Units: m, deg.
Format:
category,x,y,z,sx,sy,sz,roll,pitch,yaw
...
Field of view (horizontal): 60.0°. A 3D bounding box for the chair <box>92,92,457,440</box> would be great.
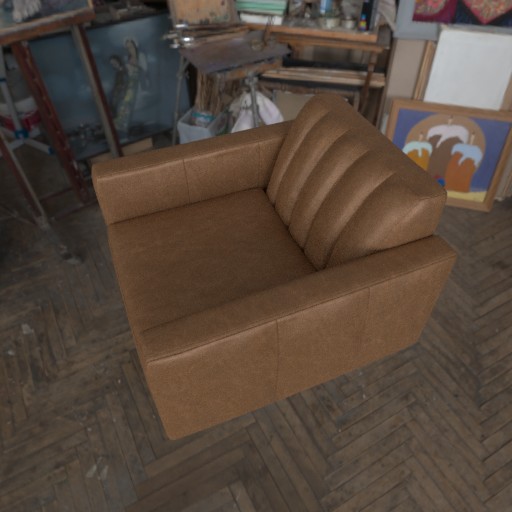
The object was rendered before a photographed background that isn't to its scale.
category,x,y,z,sx,sy,sz,roll,pitch,yaw
chair,0.000,0.000,1.657,0.998,0.819,0.953,-17,49,-15
